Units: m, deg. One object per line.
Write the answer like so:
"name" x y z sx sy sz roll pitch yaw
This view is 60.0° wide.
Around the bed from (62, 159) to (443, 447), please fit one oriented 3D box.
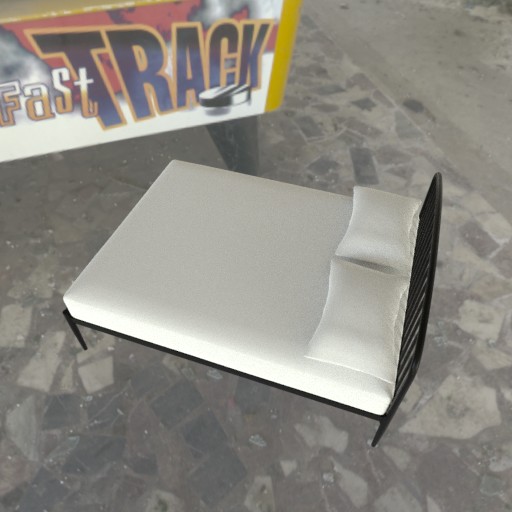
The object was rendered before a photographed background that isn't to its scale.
"bed" 0.000 0.000 3.112 2.159 1.166 1.618 14 49 13
